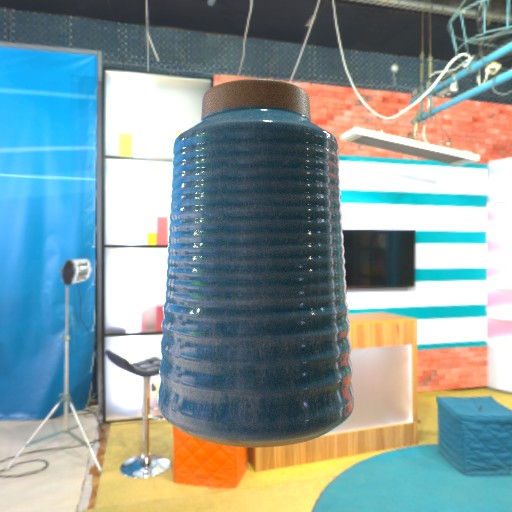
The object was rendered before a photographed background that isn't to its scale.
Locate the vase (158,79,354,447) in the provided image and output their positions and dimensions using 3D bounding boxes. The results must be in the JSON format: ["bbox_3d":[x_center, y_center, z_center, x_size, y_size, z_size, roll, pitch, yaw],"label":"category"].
[{"bbox_3d":[0.000,0.000,0.377,0.163,0.267,0.163,0,0,0],"label":"vase"}]
